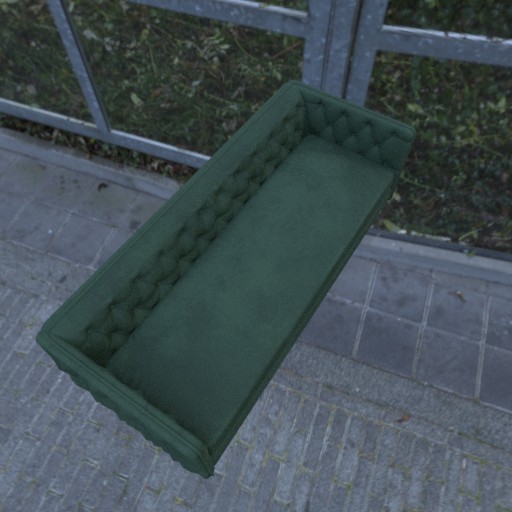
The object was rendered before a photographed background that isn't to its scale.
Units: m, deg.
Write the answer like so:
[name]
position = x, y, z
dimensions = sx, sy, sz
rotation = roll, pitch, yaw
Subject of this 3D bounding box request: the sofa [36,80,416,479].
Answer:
[sofa]
position = 0.000, 0.000, 2.562
dimensions = 0.895, 0.771, 2.209
rotation = 29, 61, 18
